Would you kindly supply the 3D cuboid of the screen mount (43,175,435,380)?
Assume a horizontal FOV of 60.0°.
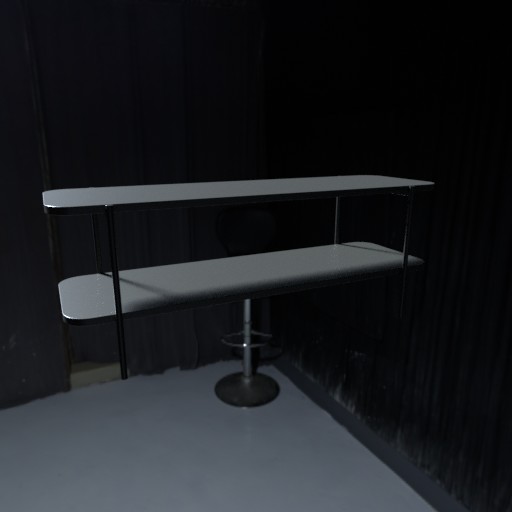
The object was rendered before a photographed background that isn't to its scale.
[{"bbox_3d":[0.000,0.000,1.436,1.200,0.447,0.400,-7,17,-24],"label":"screen mount"}]
